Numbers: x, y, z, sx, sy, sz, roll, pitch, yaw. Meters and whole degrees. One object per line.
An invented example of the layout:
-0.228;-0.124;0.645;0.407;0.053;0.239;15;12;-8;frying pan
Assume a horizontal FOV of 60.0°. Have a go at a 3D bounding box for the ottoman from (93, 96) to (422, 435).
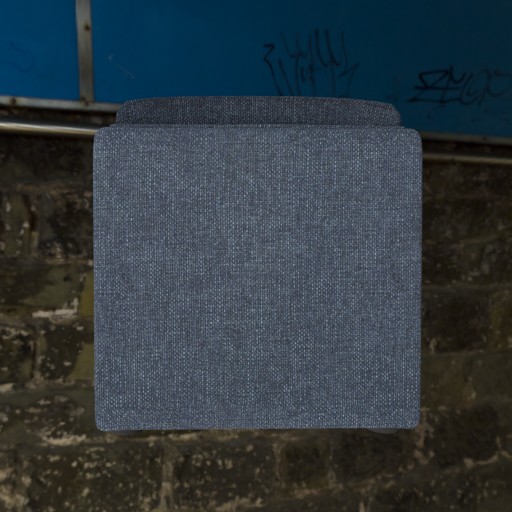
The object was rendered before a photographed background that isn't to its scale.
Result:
0.000;0.000;0.820;0.454;0.493;0.436;0;1;-1;ottoman
